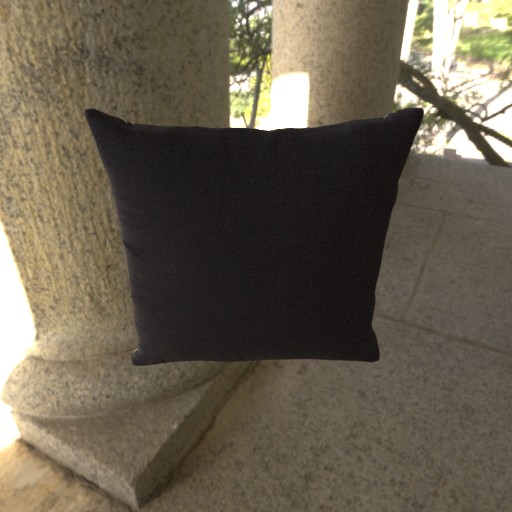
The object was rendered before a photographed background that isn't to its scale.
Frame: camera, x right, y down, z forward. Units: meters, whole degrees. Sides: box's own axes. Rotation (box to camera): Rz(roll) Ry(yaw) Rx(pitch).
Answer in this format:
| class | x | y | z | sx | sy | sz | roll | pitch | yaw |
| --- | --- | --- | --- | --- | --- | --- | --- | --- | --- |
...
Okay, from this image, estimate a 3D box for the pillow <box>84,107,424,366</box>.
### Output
| class | x | y | z | sx | sy | sz | roll | pitch | yaw |
| --- | --- | --- | --- | --- | --- | --- | --- | --- | --- |
| pillow | 0.000 | 0.000 | 0.667 | 0.432 | 0.432 | 0.139 | -1 | 31 | -1 |
